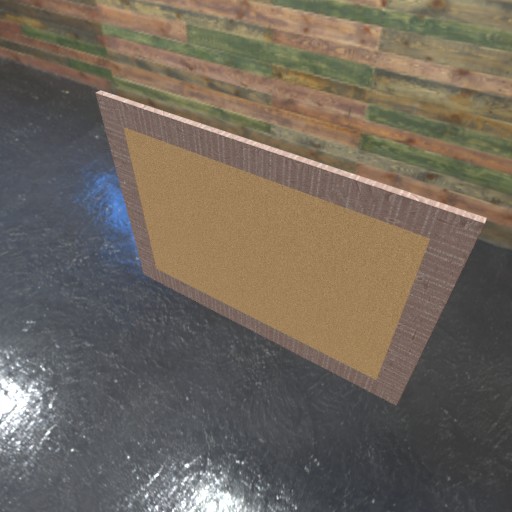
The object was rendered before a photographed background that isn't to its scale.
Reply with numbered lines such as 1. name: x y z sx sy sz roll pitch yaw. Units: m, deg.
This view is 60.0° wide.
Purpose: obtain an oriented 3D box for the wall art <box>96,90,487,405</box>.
1. wall art: 0.000 0.000 1.329 1.056 0.761 0.020 24 50 22
